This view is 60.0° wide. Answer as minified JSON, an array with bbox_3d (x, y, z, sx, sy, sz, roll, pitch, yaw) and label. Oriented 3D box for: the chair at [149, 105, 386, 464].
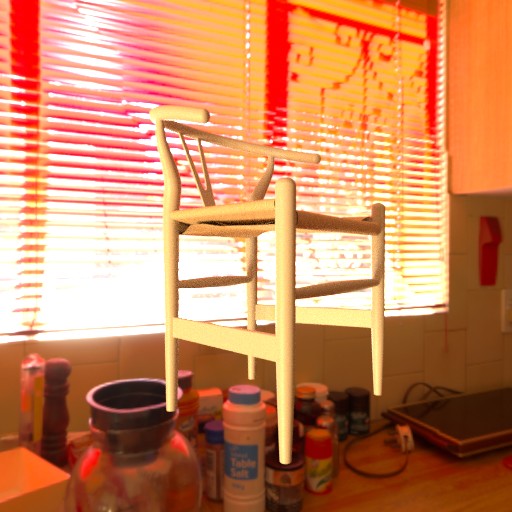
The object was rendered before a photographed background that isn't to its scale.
[{"bbox_3d":[0.000,0.000,1.119,0.500,0.736,0.533,0,0,35],"label":"chair"}]
